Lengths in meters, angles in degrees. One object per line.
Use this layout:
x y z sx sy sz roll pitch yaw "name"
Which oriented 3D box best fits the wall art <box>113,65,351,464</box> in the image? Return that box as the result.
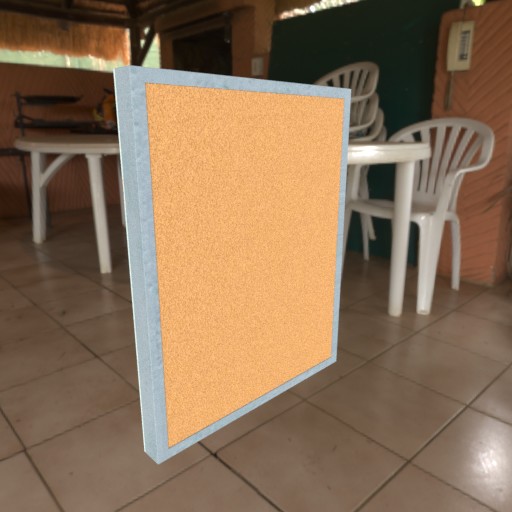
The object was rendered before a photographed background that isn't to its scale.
0.000 0.000 0.689 0.409 0.509 0.037 -15 22 -42 "wall art"
